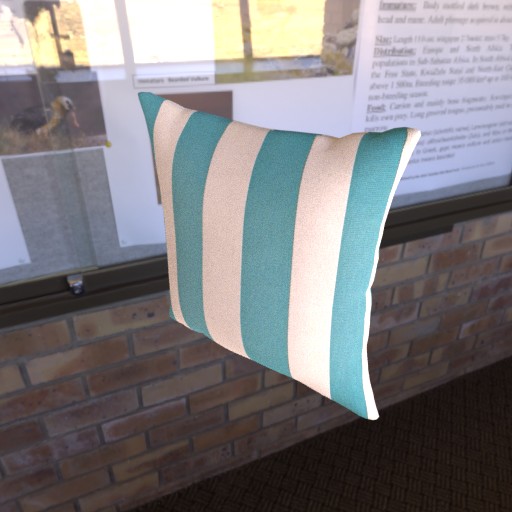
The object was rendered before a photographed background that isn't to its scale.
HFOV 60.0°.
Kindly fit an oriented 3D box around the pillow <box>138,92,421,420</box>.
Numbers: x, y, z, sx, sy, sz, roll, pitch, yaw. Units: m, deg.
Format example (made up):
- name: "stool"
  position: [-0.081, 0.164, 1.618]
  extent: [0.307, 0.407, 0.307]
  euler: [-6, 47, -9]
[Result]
- name: "pillow"
  position: [0.000, 0.000, 0.813]
  extent: [0.536, 0.526, 0.189]
  euler: [19, 35, 29]
